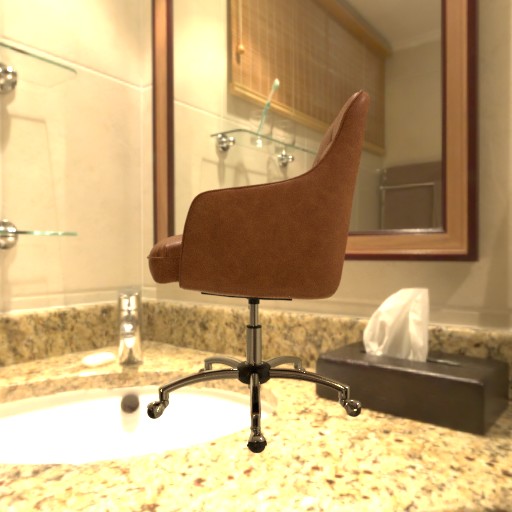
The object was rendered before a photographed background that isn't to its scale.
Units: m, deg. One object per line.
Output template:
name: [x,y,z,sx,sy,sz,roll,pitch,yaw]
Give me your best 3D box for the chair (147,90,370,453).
chair: [0.000,0.000,1.320,0.615,0.909,0.628,0,1,-1]
